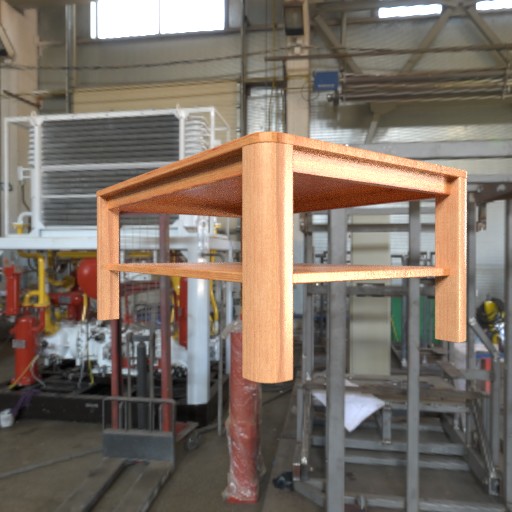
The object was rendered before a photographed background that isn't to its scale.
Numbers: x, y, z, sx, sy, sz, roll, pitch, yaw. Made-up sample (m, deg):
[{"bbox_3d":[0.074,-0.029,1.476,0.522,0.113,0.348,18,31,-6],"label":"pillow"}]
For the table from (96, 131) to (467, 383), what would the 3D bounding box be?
[{"bbox_3d":[0.000,0.000,1.370,0.696,0.445,0.997,0,0,-36],"label":"table"}]
